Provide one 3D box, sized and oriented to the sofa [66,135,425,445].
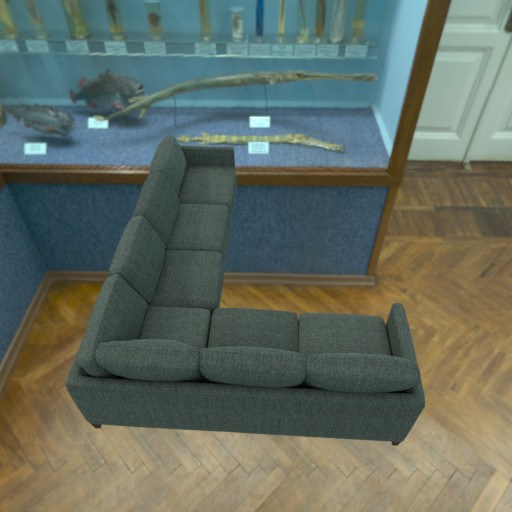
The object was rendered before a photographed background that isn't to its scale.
[{"bbox_3d":[0.000,0.000,4.419,2.593,0.947,3.302,2,45,2],"label":"sofa"}]
